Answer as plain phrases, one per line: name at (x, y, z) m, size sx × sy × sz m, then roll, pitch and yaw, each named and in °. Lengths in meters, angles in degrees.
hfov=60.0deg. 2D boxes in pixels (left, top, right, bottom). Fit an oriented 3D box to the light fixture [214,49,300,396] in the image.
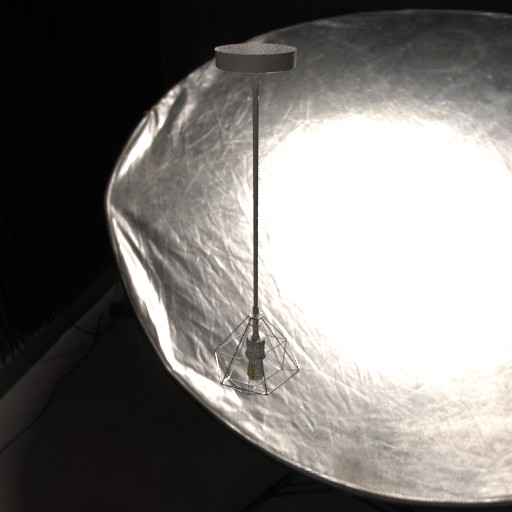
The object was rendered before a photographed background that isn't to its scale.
light fixture at (0.000, 0.000, 2.066) m, size 0.487 × 1.764 × 0.431 m, roll 9°, pitch 33°, yaw 15°
